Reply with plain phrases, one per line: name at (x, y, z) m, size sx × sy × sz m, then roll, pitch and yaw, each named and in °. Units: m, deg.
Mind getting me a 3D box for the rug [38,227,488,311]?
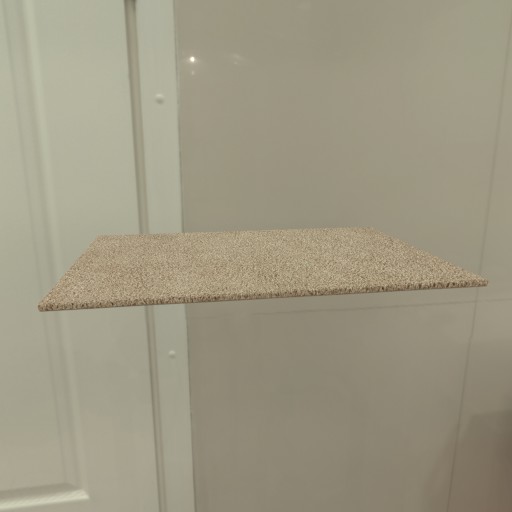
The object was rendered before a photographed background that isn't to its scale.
rug at (0.000, 0.000, 2.291) m, size 1.778 × 0.030 × 1.219 m, roll -2°, pitch 15°, yaw -9°
